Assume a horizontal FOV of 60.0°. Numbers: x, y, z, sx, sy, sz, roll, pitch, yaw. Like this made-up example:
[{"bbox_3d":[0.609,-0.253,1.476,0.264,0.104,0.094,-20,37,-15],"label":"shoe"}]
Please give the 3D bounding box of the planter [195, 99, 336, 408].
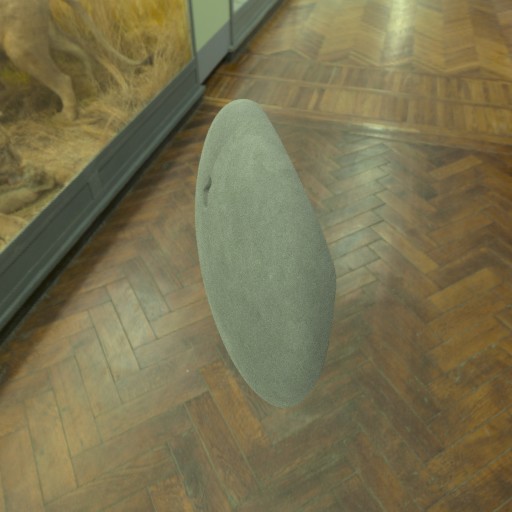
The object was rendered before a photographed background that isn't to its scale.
[{"bbox_3d":[0.000,0.000,0.283,0.071,0.188,0.185,-10,46,-10],"label":"planter"}]
